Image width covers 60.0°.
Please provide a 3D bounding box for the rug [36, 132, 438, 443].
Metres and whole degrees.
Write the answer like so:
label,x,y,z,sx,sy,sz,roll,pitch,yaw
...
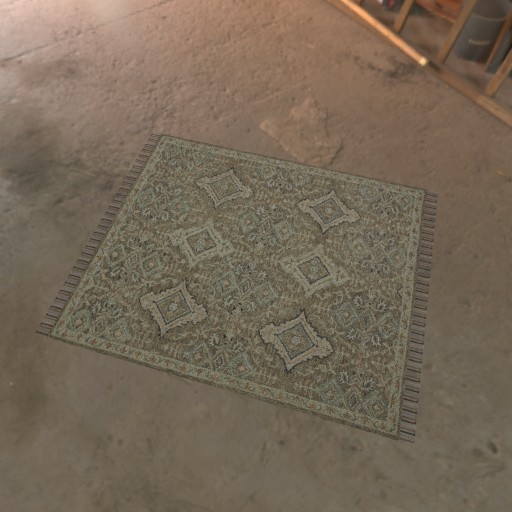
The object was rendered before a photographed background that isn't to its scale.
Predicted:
label,x,y,z,sx,sy,sz,roll,pitch,yaw
rug,0.000,0.000,4.009,3.056,0.010,2.437,14,59,8
